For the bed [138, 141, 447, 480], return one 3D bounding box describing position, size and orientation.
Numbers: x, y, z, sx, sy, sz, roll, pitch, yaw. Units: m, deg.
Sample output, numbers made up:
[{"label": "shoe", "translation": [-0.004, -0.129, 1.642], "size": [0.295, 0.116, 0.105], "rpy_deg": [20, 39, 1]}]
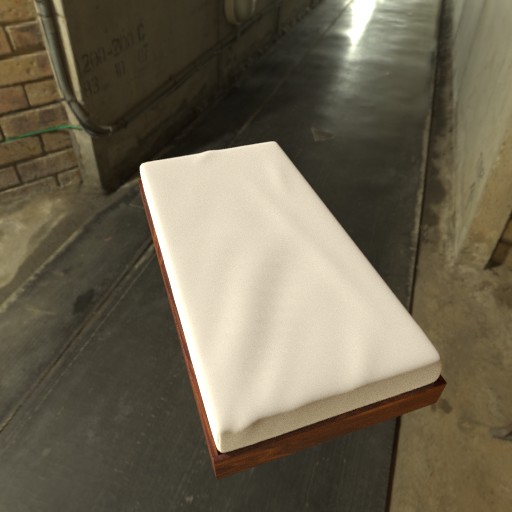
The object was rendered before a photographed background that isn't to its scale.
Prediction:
[{"label": "bed", "translation": [0.000, 0.000, 2.262], "size": [0.940, 0.312, 1.860], "rpy_deg": [-13, 44, -14]}]
